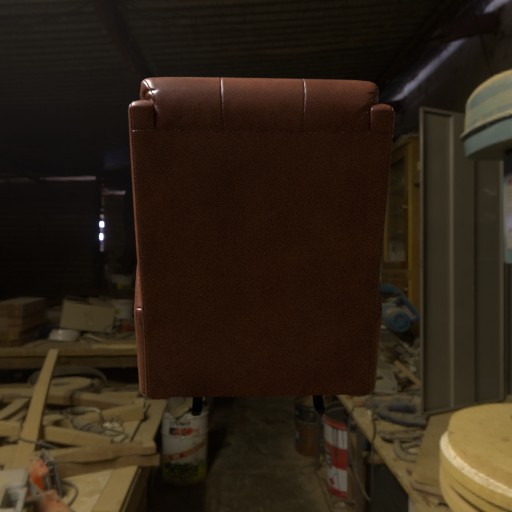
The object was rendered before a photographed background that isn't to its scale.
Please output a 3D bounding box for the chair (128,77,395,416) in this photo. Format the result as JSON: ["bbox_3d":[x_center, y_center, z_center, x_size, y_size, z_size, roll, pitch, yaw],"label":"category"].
[{"bbox_3d":[0.000,0.000,1.644,0.787,1.016,0.939,0,0,-2],"label":"chair"}]
